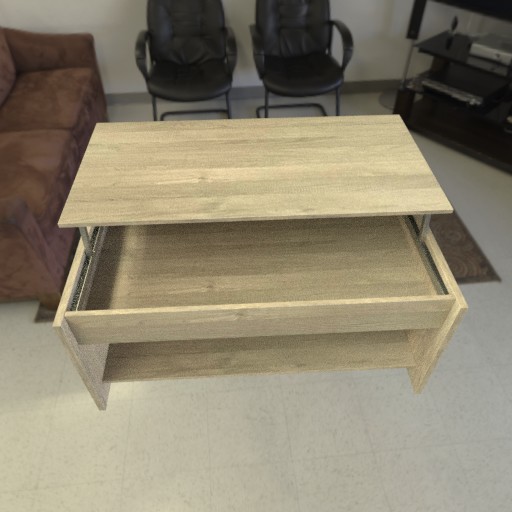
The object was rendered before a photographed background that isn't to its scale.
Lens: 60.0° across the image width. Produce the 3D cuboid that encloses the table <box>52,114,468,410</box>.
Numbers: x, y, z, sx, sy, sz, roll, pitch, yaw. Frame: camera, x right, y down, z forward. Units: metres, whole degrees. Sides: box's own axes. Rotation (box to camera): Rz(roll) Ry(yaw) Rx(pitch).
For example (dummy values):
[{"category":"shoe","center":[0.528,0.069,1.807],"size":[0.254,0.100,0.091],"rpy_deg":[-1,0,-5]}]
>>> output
[{"category":"table","center":[0.000,0.000,1.418],"size":[1.000,0.570,0.712],"rpy_deg":[-2,46,-2]}]
